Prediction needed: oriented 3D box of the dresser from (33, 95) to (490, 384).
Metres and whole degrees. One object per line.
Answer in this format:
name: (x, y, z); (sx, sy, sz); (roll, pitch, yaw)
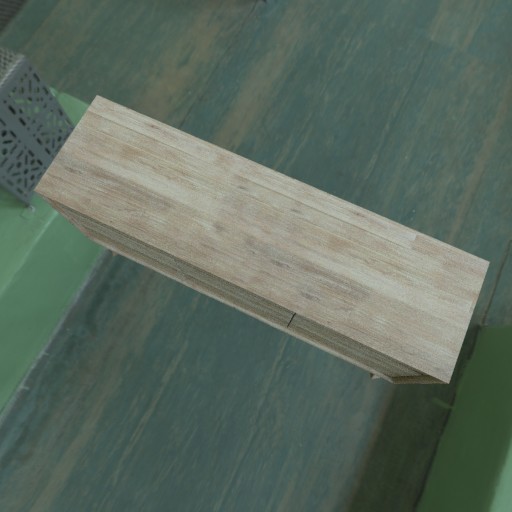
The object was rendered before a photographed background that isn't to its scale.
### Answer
dresser: (0.000, 0.000, 1.973); (1.602, 0.788, 0.455); (24, 75, 7)
